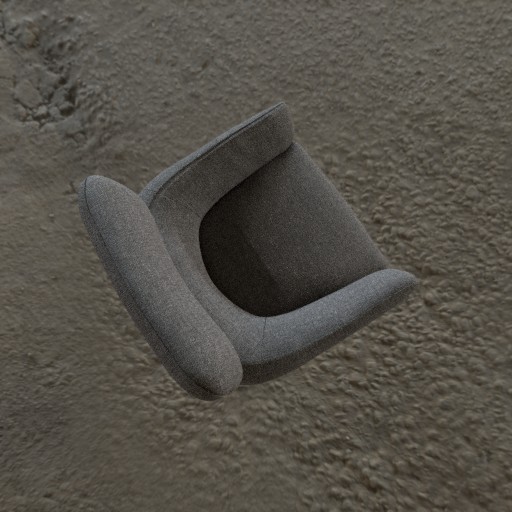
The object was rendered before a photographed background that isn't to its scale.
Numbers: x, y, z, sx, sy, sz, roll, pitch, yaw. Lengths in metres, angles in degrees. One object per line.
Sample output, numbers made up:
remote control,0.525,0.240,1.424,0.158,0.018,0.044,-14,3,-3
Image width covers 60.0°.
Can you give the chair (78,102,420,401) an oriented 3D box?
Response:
chair,0.000,0.000,1.371,0.715,0.812,0.706,-32,78,-8
